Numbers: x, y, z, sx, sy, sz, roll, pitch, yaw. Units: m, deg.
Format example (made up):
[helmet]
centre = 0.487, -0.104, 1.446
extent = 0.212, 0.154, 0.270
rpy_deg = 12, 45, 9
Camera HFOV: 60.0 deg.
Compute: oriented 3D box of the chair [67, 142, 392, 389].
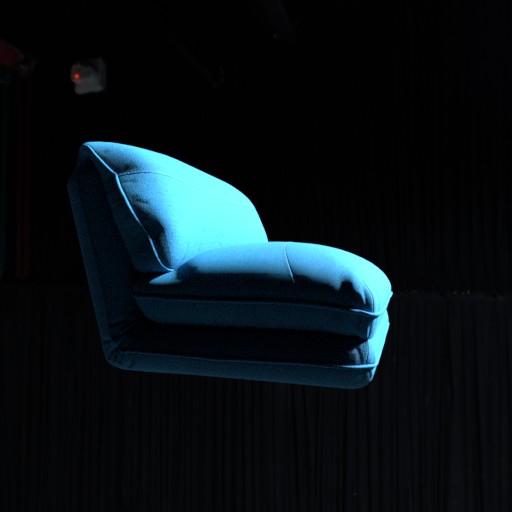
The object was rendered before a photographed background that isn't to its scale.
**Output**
[chair]
centre = 0.000, 0.000, 1.356
extent = 0.780, 0.580, 0.820
rpy_deg = 0, -1, 19
